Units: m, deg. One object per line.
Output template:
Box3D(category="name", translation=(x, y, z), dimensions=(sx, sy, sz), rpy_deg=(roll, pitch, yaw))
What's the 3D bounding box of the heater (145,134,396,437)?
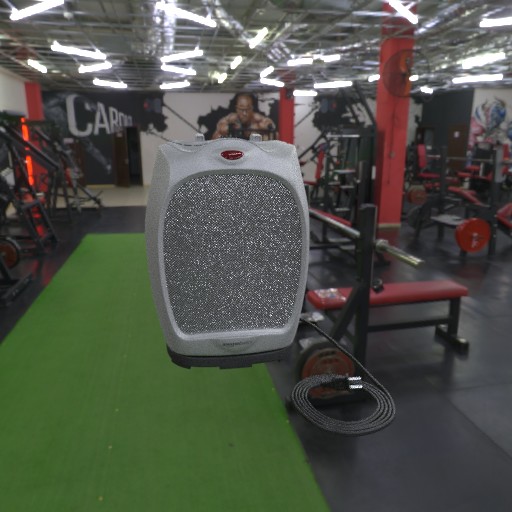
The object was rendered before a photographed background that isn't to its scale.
Box3D(category="heater", translation=(0.000, 0.000, 0.478), dimensions=(0.239, 0.255, 0.291), rpy_deg=(-2, 15, -9))
